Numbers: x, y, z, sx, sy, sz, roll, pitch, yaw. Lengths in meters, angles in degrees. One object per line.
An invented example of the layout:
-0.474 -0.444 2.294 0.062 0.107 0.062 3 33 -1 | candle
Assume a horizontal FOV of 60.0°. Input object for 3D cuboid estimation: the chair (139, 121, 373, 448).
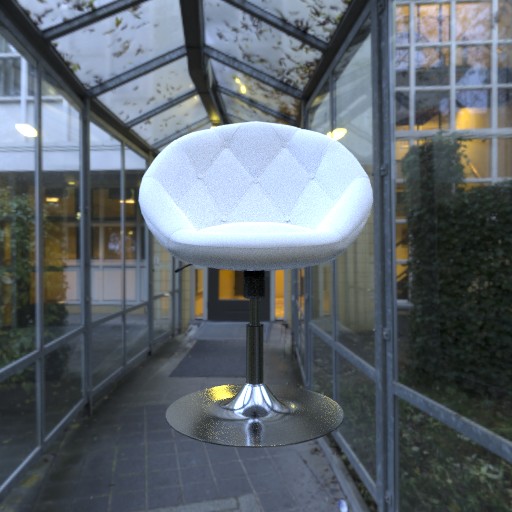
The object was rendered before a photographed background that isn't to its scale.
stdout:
0.000 0.000 1.803 0.940 1.261 0.736 0 0 0 | chair
